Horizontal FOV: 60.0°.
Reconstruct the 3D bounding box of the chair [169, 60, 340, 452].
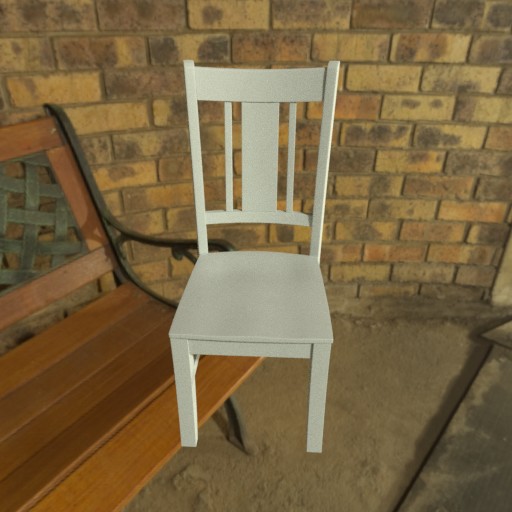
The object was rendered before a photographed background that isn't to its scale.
[{"bbox_3d":[0.000,0.000,1.288,0.450,0.998,0.555,1,29,3],"label":"chair"}]
